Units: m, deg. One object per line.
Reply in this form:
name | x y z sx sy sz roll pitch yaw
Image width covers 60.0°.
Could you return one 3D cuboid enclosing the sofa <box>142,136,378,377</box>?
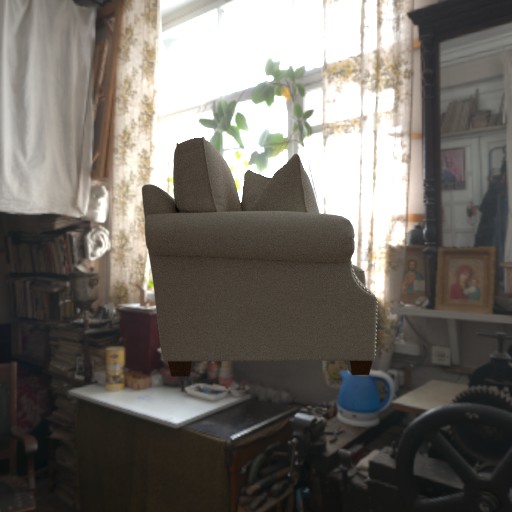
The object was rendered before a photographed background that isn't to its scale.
sofa | 0.000 0.000 2.853 0.965 0.975 2.312 0 0 -1
